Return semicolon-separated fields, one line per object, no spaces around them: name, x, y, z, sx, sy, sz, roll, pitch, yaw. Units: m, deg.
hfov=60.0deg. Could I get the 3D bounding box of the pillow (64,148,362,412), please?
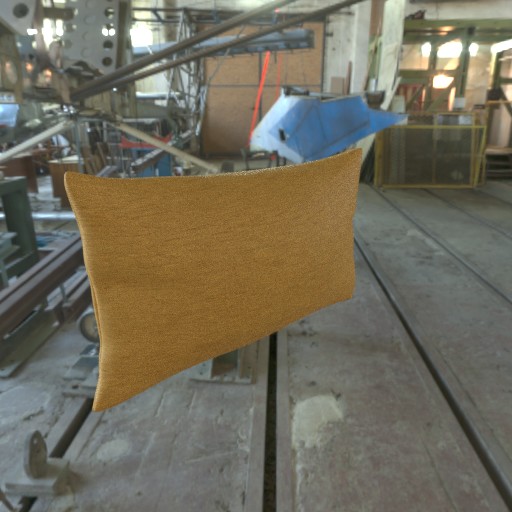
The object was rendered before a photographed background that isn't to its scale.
pillow;0.000;0.000;0.796;0.634;0.354;0.210;-16;24;-40
